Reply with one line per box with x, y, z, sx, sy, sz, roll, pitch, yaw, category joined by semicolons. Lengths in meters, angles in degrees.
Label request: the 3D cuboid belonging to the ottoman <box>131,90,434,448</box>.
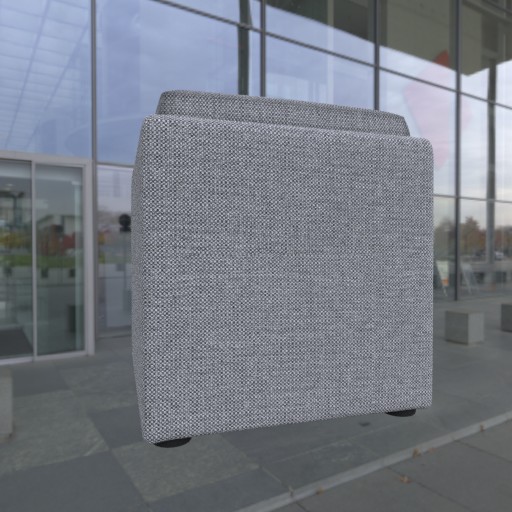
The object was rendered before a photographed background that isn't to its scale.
0.000;0.000;0.827;0.436;0.487;0.454;0;1;-17;ottoman
